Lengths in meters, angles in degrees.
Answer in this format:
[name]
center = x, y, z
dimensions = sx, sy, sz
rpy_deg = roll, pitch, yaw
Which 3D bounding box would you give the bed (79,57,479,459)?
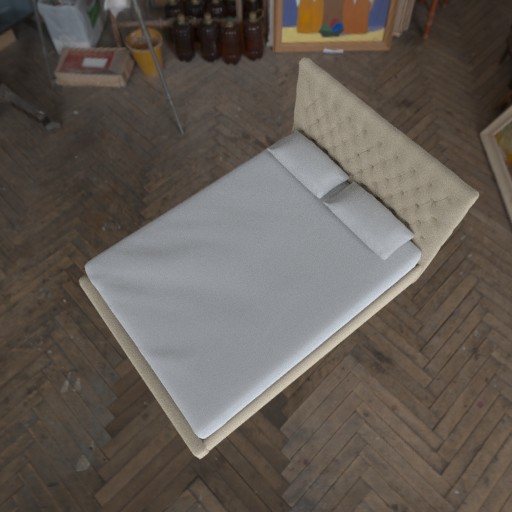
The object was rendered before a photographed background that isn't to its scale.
[bed]
center = 0.000, 0.000, 3.406
dimensions = 2.387, 1.427, 1.698
rpy_deg = -35, 67, -17
